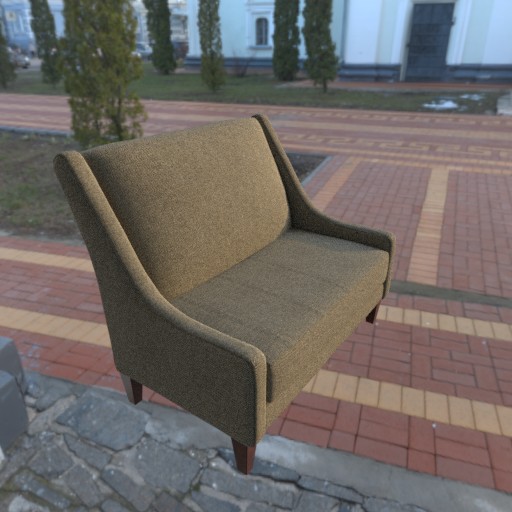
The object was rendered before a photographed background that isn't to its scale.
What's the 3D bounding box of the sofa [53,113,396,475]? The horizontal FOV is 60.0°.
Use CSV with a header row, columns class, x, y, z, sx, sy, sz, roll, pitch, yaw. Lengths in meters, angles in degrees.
class,x,y,z,sx,sy,sz,roll,pitch,yaw
sofa,0.000,0.000,1.938,0.870,1.021,1.242,17,30,32
